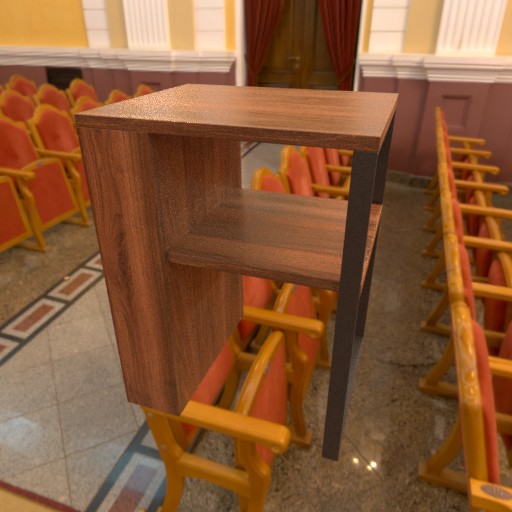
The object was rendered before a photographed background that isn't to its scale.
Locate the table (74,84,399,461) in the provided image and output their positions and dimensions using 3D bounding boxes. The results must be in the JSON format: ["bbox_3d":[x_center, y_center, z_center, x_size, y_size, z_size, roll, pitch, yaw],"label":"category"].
[{"bbox_3d":[0.000,0.000,1.571,0.786,1.041,0.660,9,29,17],"label":"table"}]
